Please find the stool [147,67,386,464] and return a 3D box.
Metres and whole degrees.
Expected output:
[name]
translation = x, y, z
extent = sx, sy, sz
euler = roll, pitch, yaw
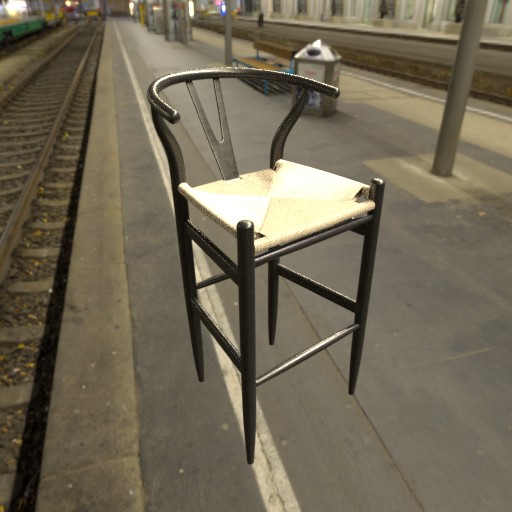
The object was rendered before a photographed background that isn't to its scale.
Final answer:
[stool]
translation = 0.000, 0.000, 1.433
extent = 0.569, 1.072, 0.579
euler = -21, 35, -32
